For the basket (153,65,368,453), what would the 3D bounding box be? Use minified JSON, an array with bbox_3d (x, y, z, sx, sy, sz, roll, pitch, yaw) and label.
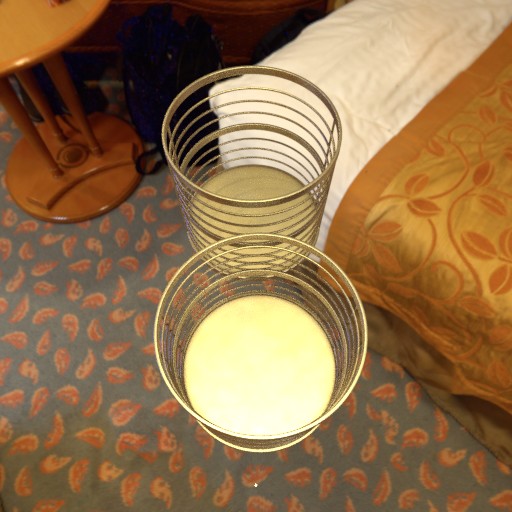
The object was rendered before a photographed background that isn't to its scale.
[{"bbox_3d":[0.000,0.000,0.941,0.356,0.351,0.746,-2,63,-1],"label":"basket"}]
